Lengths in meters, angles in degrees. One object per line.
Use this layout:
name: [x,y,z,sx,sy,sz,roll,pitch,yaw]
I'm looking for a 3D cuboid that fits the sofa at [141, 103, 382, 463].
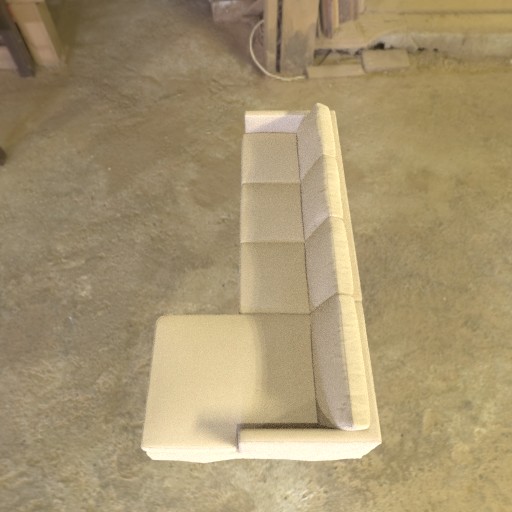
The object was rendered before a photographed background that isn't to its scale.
sofa: [0.000,0.000,3.872,1.622,0.871,3.206,0,58,0]
